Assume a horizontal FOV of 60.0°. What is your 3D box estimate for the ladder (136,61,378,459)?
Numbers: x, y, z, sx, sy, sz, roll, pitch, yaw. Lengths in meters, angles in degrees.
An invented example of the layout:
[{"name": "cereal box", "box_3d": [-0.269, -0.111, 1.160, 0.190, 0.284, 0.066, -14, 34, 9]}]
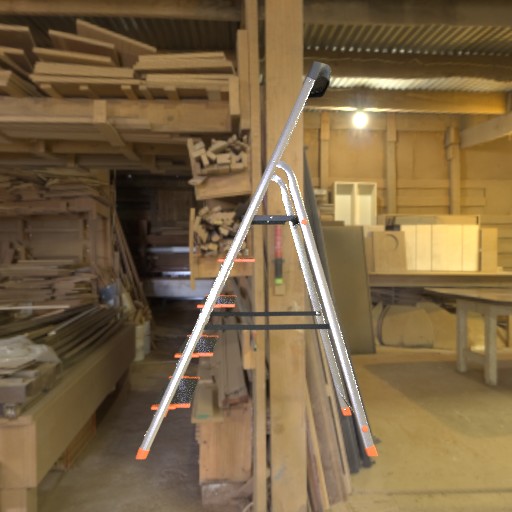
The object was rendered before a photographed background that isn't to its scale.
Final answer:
[{"name": "ladder", "box_3d": [0.000, 0.000, 2.040, 0.995, 1.646, 0.480, 0, 1, -2]}]
